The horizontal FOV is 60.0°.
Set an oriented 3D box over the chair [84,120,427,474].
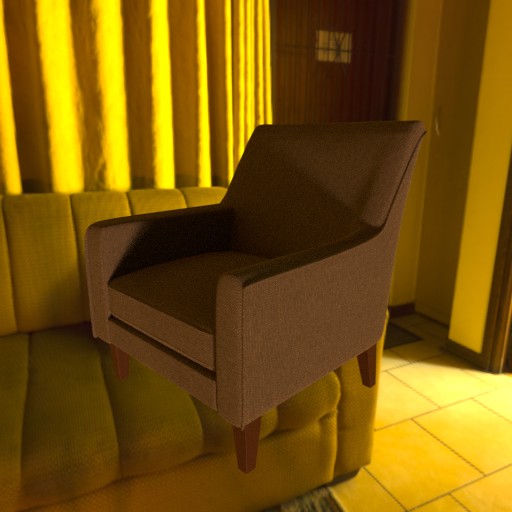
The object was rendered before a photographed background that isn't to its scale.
[{"bbox_3d":[0.000,0.000,1.566,0.780,0.919,0.899,15,21,43],"label":"chair"}]
